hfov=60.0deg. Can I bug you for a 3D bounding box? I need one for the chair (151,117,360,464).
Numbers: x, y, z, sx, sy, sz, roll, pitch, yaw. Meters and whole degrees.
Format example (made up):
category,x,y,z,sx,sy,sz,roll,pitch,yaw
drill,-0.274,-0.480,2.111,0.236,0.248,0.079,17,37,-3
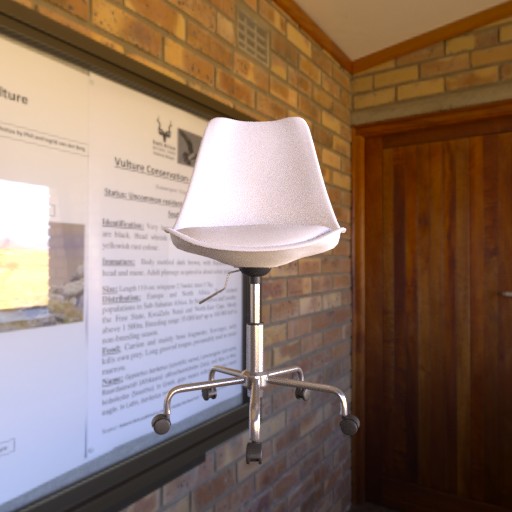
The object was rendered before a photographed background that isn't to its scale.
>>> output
category,x,y,z,sx,sy,sz,roll,pitch,yaw
chair,0.000,0.000,1.243,0.550,0.930,0.550,0,-1,1
